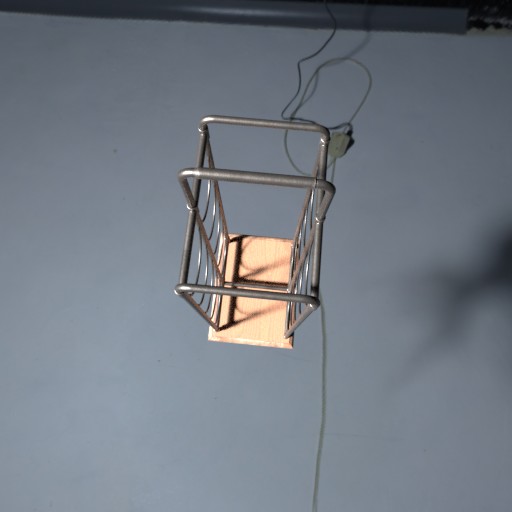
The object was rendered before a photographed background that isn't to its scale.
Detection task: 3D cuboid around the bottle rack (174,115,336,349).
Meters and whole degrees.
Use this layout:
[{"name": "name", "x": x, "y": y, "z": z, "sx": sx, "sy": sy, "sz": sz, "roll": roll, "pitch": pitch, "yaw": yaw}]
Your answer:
[{"name": "bottle rack", "x": 0.000, "y": 0.000, "z": 0.796, "sx": 0.208, "sy": 0.680, "sz": 0.276, "roll": 5, "pitch": 76, "yaw": 1}]
